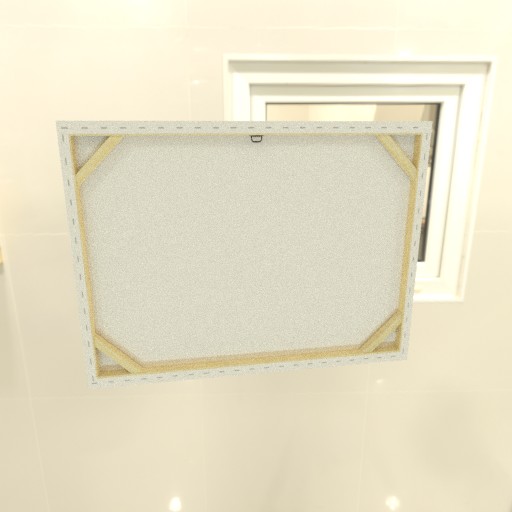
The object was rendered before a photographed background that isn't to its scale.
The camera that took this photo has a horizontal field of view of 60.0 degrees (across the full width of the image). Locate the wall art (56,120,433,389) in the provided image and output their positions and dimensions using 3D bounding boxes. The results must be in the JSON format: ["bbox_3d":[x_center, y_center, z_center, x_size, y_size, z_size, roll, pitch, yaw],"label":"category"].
[{"bbox_3d":[0.000,0.000,1.308,1.016,0.762,0.038,-3,17,-9],"label":"wall art"}]
